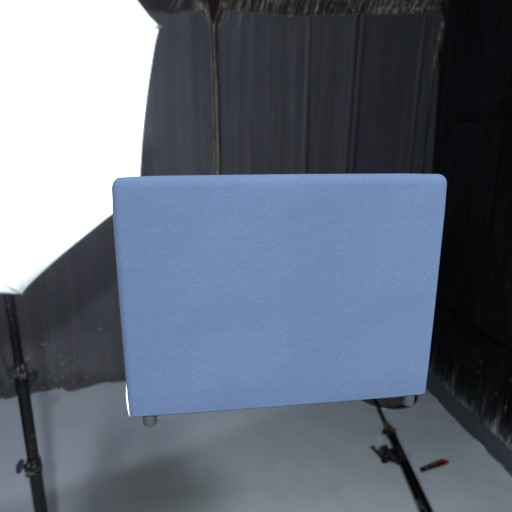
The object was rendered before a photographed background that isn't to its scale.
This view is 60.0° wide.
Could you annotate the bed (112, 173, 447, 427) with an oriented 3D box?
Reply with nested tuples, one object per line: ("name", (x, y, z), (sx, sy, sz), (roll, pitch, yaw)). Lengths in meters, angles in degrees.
("bed", (0.000, 0.000, 3.294), (1.713, 1.330, 2.162), (-2, 14, -7))
